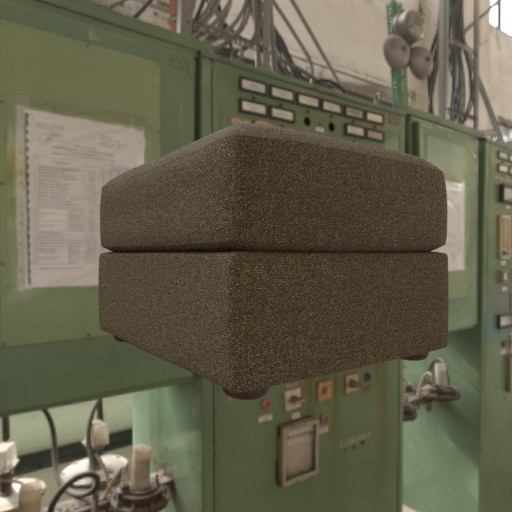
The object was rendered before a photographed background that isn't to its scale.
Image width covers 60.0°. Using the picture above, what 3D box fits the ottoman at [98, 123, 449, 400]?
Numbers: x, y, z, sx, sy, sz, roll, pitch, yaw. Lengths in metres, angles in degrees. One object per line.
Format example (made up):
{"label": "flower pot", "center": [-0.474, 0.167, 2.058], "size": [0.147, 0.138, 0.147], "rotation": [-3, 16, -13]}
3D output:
{"label": "ottoman", "center": [0.000, 0.000, 1.122], "size": [0.598, 0.476, 0.742], "rotation": [0, 0, -35]}
